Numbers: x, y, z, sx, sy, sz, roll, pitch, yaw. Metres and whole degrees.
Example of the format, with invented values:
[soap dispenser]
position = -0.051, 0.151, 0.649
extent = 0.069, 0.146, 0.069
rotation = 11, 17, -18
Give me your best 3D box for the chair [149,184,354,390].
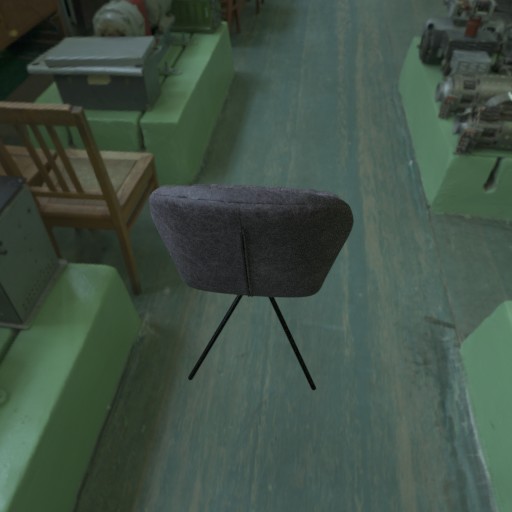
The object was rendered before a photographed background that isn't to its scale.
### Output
[chair]
position = 0.000, 0.000, 1.341
extent = 0.527, 0.934, 0.640
rotation = 4, 46, 4
